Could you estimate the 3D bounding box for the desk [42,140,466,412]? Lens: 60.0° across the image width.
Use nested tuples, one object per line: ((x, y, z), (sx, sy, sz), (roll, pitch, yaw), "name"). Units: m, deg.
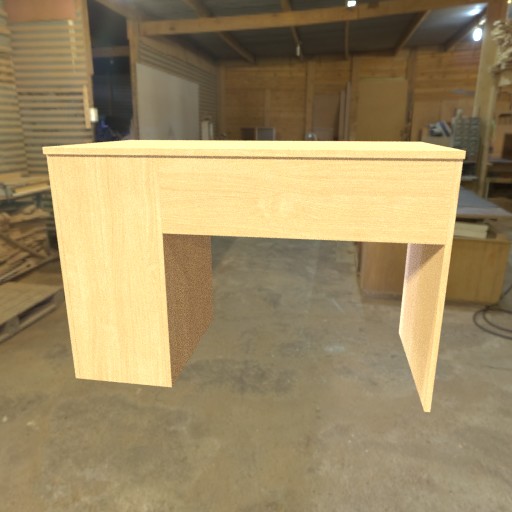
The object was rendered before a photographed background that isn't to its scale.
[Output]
((0.000, 0.000, 1.501), (1.097, 0.735, 0.560), (3, 17, 9), "desk")
